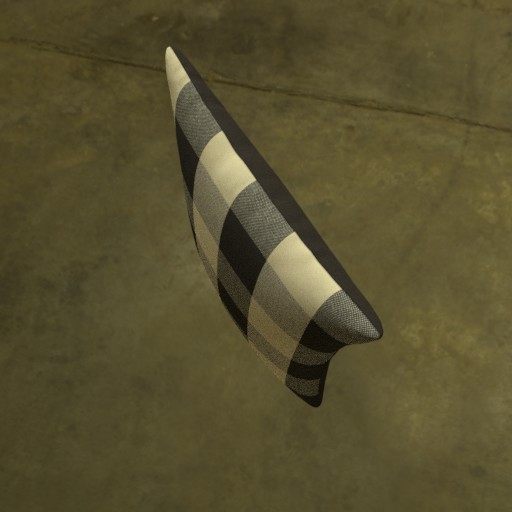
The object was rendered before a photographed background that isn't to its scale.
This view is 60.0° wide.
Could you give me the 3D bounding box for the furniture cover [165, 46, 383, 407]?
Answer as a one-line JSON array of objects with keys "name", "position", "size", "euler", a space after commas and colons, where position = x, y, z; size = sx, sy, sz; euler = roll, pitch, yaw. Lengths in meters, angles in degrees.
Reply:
[{"name": "furniture cover", "position": [0.000, 0.000, 0.781], "size": [0.161, 0.509, 0.511], "euler": [-28, 67, -13]}]
